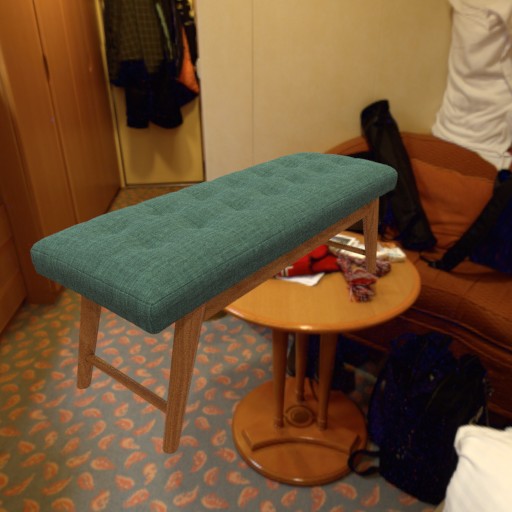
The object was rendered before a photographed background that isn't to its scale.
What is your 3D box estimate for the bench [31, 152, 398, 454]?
[{"bbox_3d":[0.000,0.000,1.331,0.406,0.432,1.118,18,31,33],"label":"bench"}]
